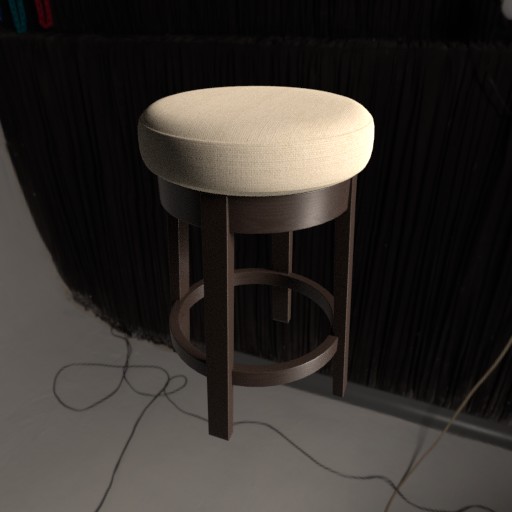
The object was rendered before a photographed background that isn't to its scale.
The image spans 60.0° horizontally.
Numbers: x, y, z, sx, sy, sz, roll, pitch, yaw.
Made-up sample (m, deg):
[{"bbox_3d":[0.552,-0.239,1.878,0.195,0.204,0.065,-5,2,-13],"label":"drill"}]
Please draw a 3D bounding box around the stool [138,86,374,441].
[{"bbox_3d":[0.000,0.000,0.960,0.449,0.655,0.449,0,29,0],"label":"stool"}]
